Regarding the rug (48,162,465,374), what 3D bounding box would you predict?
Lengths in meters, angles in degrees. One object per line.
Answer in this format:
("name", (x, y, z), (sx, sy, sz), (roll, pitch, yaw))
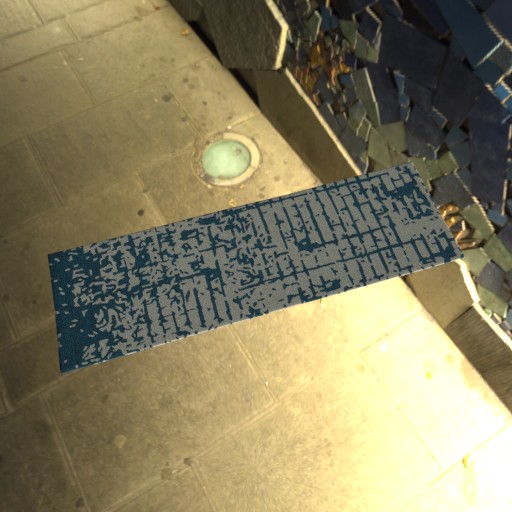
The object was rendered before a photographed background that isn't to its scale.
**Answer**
("rug", (0.000, 0.000, 2.705), (2.435, 0.011, 0.750), (-15, 65, -7))
